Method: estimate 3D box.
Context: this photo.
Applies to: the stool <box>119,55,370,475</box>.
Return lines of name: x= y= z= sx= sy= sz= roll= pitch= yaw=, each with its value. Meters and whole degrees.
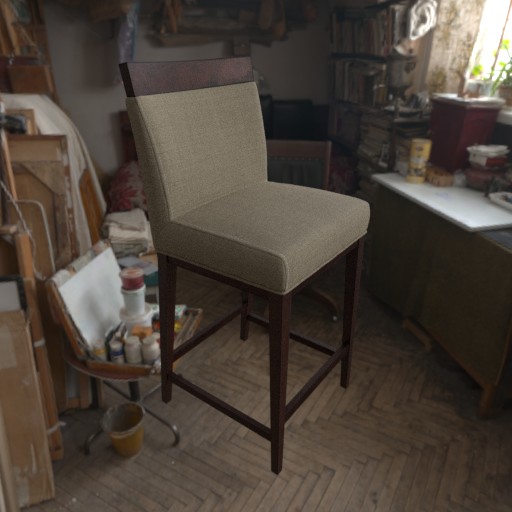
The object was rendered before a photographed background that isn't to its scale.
stool: x=0.000 y=0.000 z=1.251 sx=0.480 sy=1.011 sz=0.463 roll=18 pitch=32 yaw=32
